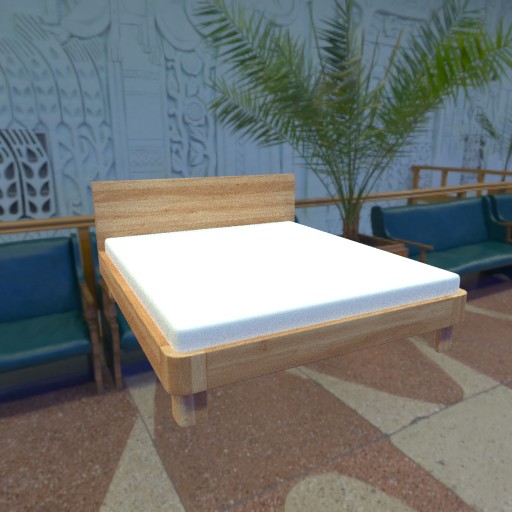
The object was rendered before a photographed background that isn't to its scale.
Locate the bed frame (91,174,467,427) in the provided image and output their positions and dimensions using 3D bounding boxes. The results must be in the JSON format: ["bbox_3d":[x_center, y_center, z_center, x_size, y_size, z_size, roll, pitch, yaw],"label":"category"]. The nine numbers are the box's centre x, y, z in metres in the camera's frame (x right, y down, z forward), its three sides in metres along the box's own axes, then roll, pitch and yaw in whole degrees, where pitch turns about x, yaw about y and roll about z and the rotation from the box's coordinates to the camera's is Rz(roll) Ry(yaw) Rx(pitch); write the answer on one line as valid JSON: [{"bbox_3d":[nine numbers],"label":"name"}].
[{"bbox_3d":[0.000,0.000,3.139,1.872,0.940,2.092,-7,17,-26],"label":"bed frame"}]
